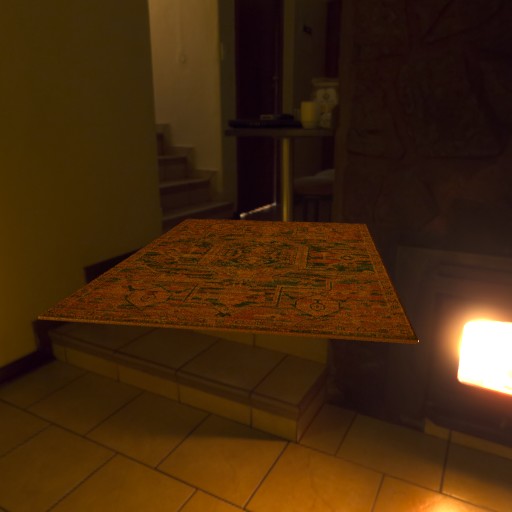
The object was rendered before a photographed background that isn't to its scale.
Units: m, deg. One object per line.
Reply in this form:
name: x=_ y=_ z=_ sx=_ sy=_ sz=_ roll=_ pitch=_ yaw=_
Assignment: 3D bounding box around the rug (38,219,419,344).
rug: x=0.000 y=0.000 z=2.855 sx=1.588 sy=0.024 sz=2.204 roll=2 pitch=16 yaw=8
